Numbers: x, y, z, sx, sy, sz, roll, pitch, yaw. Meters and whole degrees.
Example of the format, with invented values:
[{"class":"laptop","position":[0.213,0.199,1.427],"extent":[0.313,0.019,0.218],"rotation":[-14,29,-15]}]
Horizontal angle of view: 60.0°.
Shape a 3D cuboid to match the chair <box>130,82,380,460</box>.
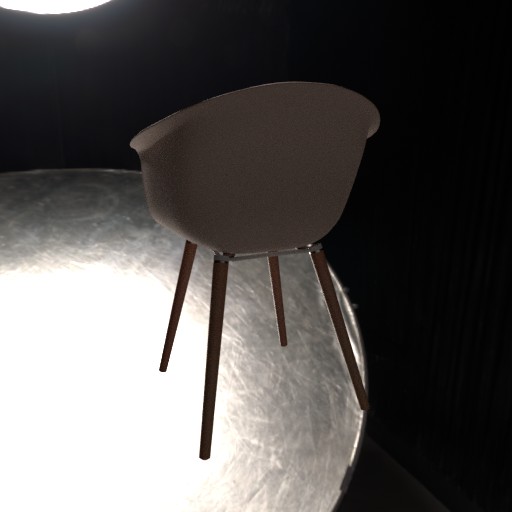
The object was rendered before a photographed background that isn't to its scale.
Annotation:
[{"class":"chair","position":[0.000,0.000,1.139],"extent":[0.593,0.781,0.504],"rotation":[-7,16,-24]}]
